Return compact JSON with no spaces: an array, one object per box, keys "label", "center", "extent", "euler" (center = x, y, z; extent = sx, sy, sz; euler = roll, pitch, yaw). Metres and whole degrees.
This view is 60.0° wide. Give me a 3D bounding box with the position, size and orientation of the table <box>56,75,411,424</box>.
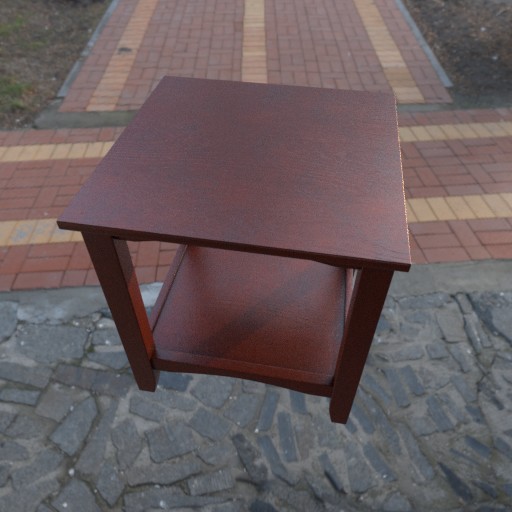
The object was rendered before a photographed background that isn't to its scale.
[{"label":"table","center":[0.000,0.000,0.983],"extent":[0.523,0.558,0.522],"euler":[9,46,9]}]
